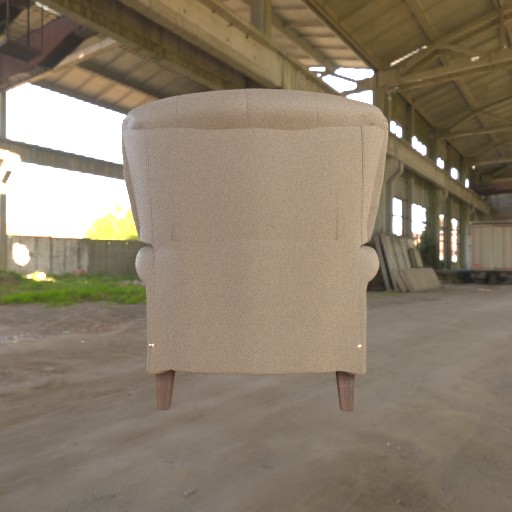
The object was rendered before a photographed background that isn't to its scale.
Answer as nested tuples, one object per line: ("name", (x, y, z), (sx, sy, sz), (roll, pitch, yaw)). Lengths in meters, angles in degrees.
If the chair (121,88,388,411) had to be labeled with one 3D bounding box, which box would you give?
("chair", (0.000, 0.000, 1.925), (0.999, 1.138, 1.041), (0, 0, 2))
